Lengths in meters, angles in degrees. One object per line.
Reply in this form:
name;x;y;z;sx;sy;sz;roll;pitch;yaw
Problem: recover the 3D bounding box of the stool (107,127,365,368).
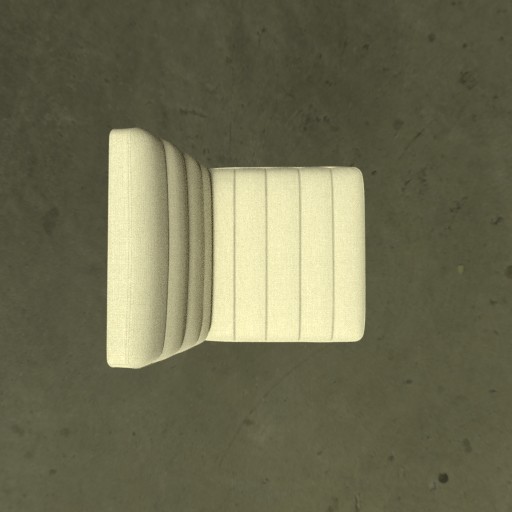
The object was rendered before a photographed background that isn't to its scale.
stool;0.000;0.000;1.322;0.560;1.040;0.460;0;88;-1
